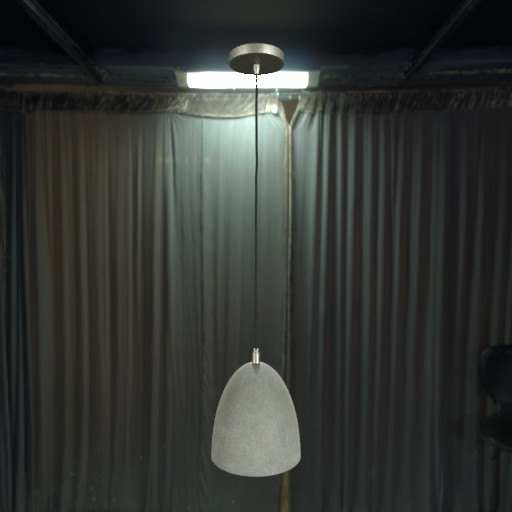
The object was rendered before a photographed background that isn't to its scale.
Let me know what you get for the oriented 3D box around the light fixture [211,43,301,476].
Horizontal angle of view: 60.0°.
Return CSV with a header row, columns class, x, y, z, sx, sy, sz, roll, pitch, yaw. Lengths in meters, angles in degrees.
class,x,y,z,sx,sy,sz,roll,pitch,yaw
light fixture,0.000,0.000,0.845,0.170,0.759,0.170,0,0,-1
